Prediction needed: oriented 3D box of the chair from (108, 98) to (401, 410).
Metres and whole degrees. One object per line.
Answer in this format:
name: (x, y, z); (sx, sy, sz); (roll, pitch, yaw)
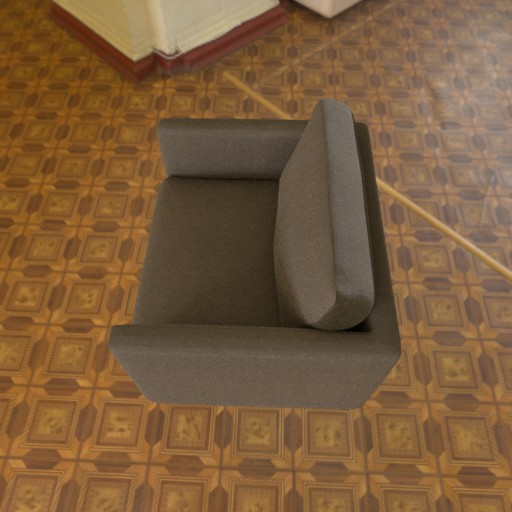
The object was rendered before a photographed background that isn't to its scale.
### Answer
chair: (0.000, 0.000, 1.882); (0.959, 0.963, 1.107); (2, 57, 1)
